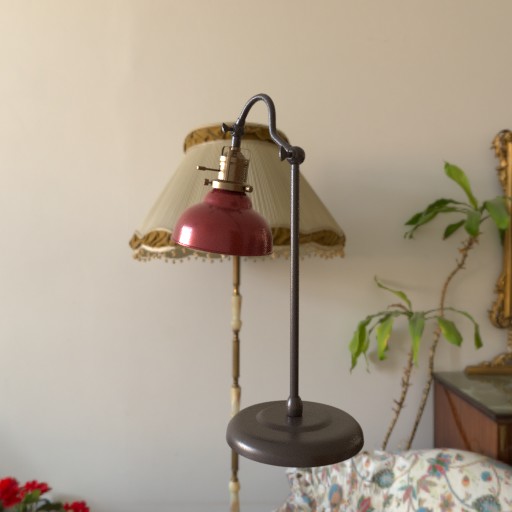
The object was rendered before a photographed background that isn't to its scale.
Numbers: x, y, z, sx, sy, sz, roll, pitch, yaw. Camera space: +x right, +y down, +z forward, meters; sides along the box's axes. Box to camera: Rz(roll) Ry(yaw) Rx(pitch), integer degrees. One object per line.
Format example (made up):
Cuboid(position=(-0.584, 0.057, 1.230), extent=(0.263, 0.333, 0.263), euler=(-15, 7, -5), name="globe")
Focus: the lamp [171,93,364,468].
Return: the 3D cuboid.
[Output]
Cuboid(position=(0.000, 0.000, 0.700), extent=(0.192, 0.508, 0.374), euler=(0, 0, -36), name="lamp")
